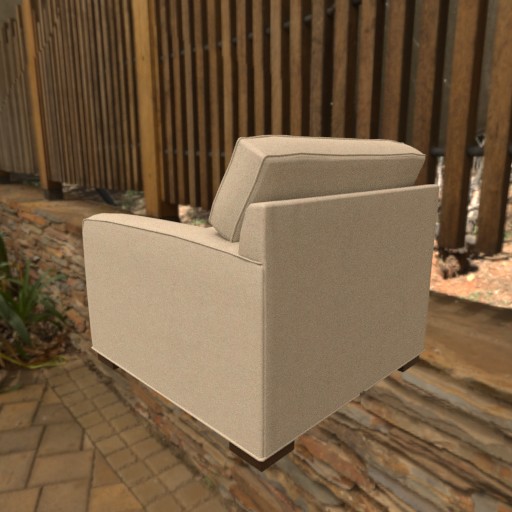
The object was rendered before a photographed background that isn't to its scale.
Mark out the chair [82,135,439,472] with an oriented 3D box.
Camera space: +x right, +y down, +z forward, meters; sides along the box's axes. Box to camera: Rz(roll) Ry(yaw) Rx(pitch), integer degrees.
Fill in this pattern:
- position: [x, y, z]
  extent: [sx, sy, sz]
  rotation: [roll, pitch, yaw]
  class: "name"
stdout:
- position: [0.000, 0.000, 1.803]
  extent: [0.998, 0.913, 1.043]
  rotation: [-13, 18, -43]
  class: "chair"
